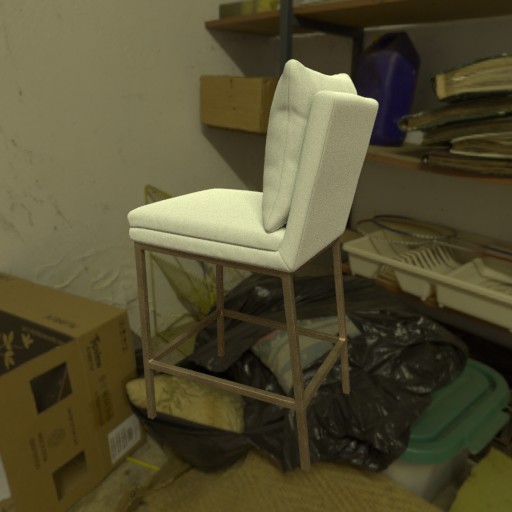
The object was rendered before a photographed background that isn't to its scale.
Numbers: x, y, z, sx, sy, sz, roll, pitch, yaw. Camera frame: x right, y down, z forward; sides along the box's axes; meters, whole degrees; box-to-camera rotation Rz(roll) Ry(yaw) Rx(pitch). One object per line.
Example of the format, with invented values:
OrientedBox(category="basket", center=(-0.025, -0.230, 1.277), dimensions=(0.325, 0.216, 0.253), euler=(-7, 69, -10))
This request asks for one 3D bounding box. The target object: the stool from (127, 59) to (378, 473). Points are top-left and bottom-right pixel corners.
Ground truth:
OrientedBox(category="stool", center=(0.000, 0.000, 1.329), dimensions=(0.572, 1.032, 0.463), euler=(9, 20, 25))
